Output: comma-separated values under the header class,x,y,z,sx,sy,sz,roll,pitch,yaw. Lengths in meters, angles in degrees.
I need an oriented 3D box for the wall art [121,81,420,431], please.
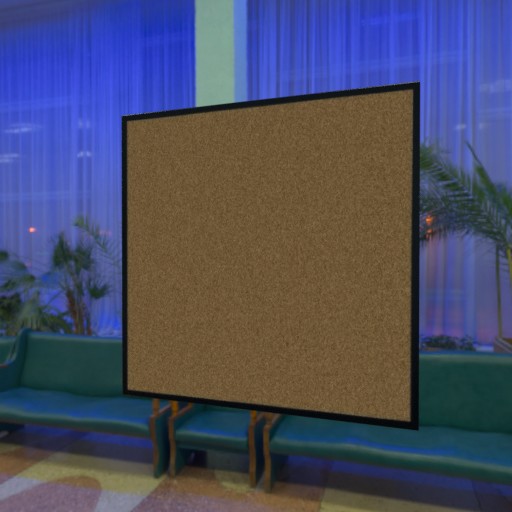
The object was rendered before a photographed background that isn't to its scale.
class,x,y,z,sx,sy,sz,roll,pitch,yaw
wall art,0.000,0.000,0.505,0.349,0.349,0.014,0,1,19
